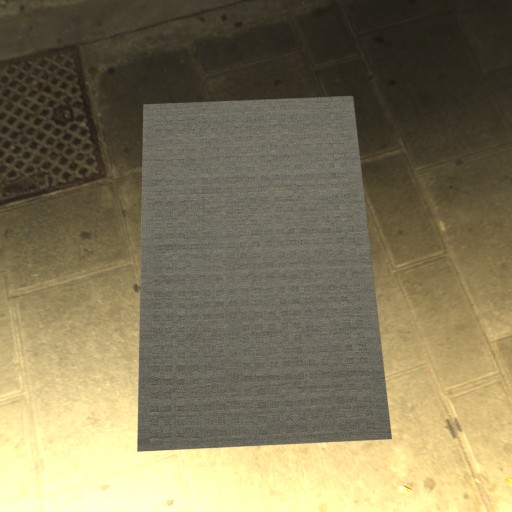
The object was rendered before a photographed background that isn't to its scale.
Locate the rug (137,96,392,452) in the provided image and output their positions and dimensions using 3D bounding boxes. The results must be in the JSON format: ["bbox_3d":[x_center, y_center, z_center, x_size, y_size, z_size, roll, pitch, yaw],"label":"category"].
[{"bbox_3d":[0.000,0.000,2.200,1.142,0.006,1.752,-3,76,-1],"label":"rug"}]
